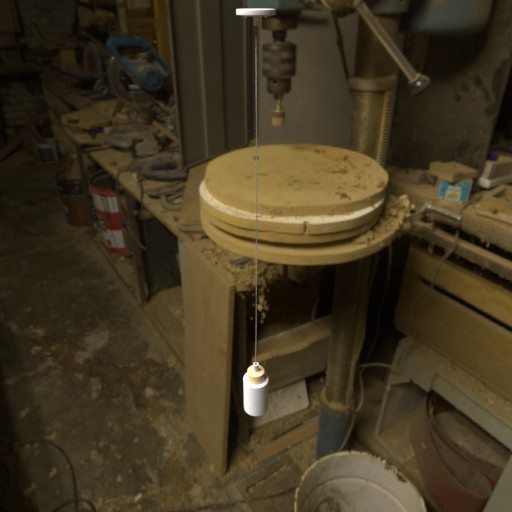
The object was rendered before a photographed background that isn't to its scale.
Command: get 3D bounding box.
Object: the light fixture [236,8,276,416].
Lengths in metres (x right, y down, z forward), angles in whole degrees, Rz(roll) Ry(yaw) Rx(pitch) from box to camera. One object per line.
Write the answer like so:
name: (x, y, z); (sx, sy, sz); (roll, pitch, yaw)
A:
light fixture: (0.000, 0.000, 1.847); (0.125, 1.798, 0.125); (-18, 34, -28)
